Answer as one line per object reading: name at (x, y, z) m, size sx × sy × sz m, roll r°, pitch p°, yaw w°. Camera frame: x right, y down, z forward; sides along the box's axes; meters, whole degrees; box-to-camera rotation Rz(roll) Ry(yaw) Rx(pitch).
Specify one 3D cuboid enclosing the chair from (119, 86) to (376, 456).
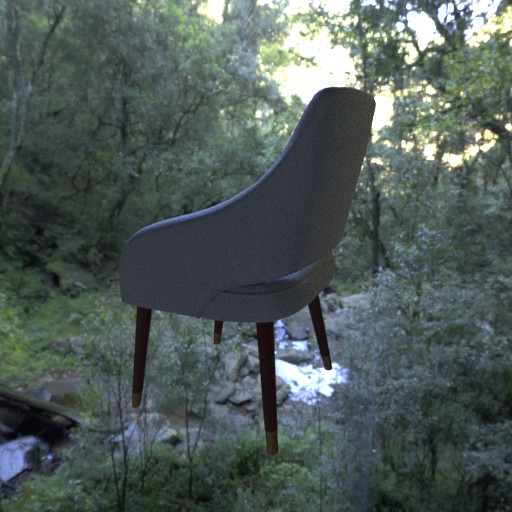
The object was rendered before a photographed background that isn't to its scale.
chair at (0.000, 0.000, 1.304) m, size 0.600 × 0.889 × 0.609 m, roll 7°, pitch 17°, yaw 25°
